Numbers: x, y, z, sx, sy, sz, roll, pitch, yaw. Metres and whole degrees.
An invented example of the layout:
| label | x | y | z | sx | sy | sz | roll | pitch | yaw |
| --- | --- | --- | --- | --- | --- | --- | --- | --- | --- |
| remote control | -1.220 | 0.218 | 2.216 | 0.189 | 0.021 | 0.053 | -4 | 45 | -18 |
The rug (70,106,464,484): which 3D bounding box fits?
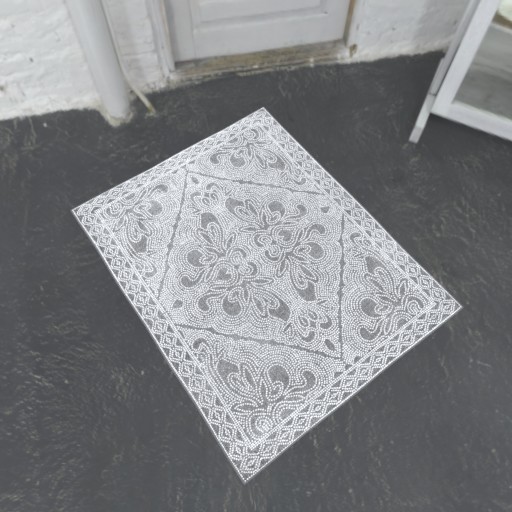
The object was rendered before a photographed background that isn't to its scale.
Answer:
| label | x | y | z | sx | sy | sz | roll | pitch | yaw |
| --- | --- | --- | --- | --- | --- | --- | --- | --- | --- |
| rug | 0.000 | 0.000 | 4.215 | 2.438 | 0.012 | 3.048 | -32 | 67 | -15 |
